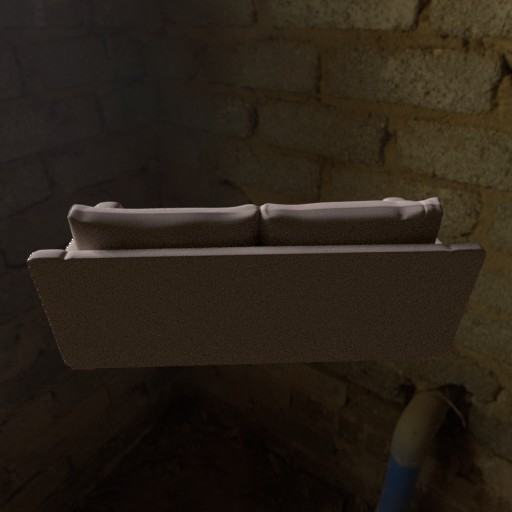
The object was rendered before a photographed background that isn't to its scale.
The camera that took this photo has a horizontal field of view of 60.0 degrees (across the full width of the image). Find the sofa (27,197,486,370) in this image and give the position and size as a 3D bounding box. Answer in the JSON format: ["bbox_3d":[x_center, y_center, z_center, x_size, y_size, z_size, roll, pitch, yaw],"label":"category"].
[{"bbox_3d":[0.000,0.000,2.472,1.967,0.901,1.030,-1,30,-2],"label":"sofa"}]
